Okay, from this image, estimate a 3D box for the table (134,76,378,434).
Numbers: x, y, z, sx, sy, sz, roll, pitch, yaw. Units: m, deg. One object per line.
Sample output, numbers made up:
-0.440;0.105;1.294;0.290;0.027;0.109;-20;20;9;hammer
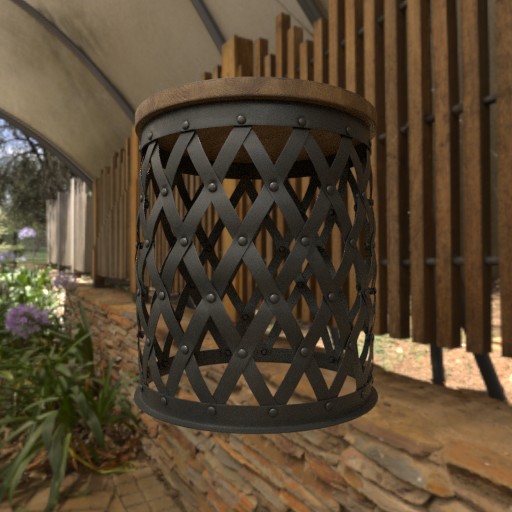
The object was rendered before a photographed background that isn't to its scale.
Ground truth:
0.000;0.000;0.765;0.405;0.454;0.405;0;-1;0;table
